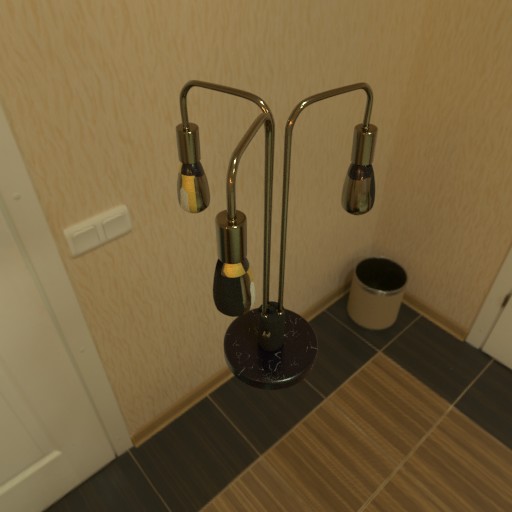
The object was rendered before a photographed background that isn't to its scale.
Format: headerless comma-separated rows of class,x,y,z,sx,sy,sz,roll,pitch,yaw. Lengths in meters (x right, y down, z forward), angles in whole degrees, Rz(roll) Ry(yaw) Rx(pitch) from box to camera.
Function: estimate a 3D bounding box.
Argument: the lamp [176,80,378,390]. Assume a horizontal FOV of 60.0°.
lamp,0.000,0.000,0.794,0.355,0.560,0.368,13,43,15
